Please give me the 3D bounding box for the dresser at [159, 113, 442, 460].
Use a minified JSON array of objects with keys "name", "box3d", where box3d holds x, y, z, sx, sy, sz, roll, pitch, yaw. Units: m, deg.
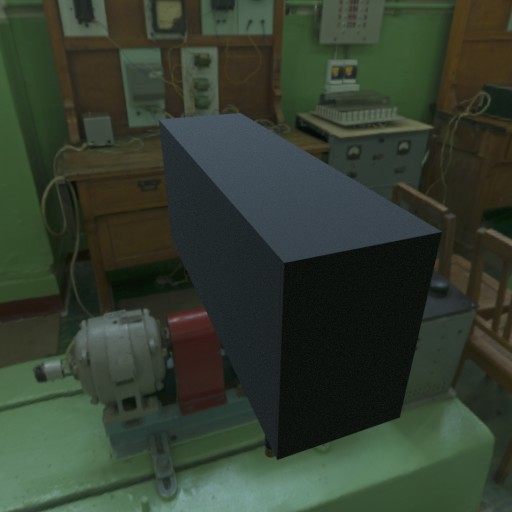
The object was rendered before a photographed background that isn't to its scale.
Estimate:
[{"name":"dresser","box3d":[0.000,0.000,1.908,0.463,0.872,1.558,-11,31,-18]}]
